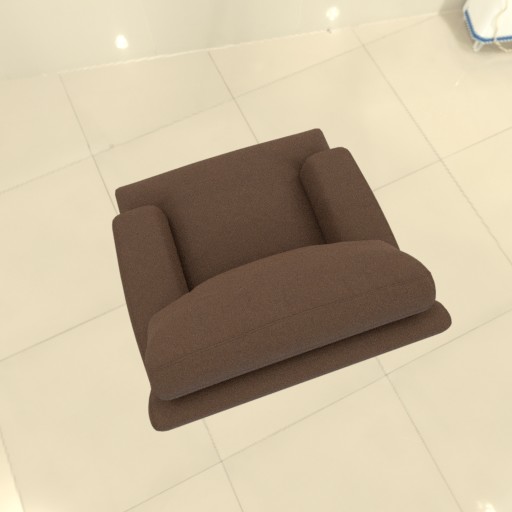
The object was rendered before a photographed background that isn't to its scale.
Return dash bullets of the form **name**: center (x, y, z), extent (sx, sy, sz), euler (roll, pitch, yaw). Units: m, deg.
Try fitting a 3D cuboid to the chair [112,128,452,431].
- **chair**: center (0.000, 0.000, 1.975), extent (1.168, 0.940, 1.143), euler (-18, 74, -5)
